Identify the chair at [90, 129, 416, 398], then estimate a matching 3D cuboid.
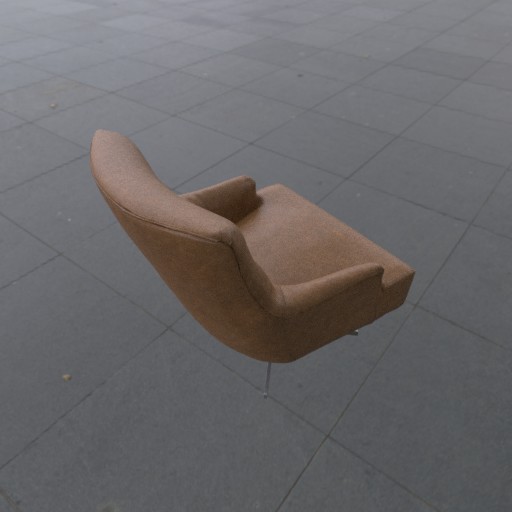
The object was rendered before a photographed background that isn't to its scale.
[{"bbox_3d":[0.000,0.000,1.499,0.874,0.869,0.729,-26,47,-28],"label":"chair"}]
